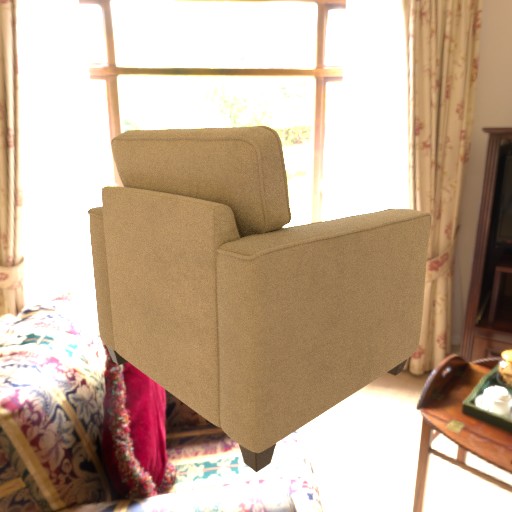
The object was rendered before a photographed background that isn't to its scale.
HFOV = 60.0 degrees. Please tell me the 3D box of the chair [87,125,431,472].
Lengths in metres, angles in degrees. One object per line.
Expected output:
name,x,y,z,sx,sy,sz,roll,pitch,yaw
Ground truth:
chair,0.000,0.000,1.753,0.939,0.965,1.015,-13,20,-41
